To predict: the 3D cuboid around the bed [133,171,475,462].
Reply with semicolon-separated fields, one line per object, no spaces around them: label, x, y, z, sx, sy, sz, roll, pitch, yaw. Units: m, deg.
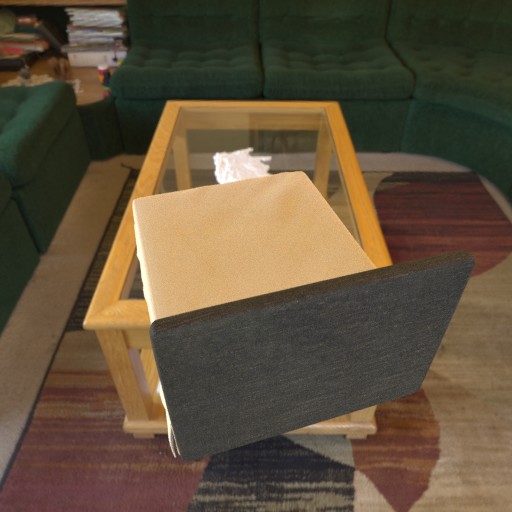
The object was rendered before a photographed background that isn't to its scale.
bed;0.000;0.000;3.228;1.723;1.330;2.142;-12;43;-13
